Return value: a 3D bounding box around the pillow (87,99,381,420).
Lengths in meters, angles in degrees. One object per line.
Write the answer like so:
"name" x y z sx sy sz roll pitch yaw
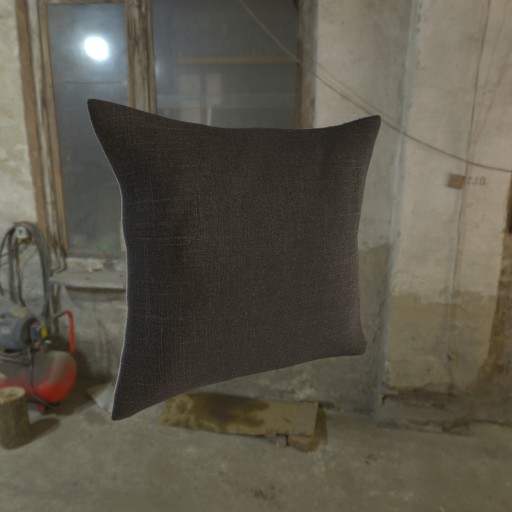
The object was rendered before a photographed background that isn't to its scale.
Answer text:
"pillow" 0.000 0.000 0.691 0.468 0.444 0.138 -7 15 -26
